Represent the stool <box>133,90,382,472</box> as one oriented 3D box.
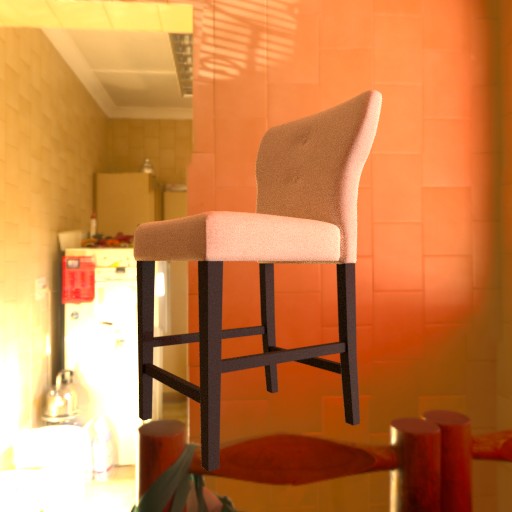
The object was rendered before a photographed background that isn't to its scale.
[{"bbox_3d":[0.000,0.000,1.319,0.603,0.972,0.514,0,-1,-36],"label":"stool"}]
